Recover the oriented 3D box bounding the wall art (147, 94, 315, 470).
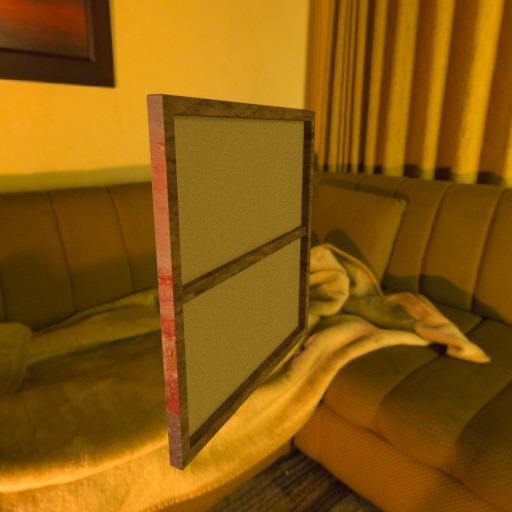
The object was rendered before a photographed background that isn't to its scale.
[{"bbox_3d":[0.000,0.000,1.155,0.035,0.747,0.747,8,18,26],"label":"wall art"}]
